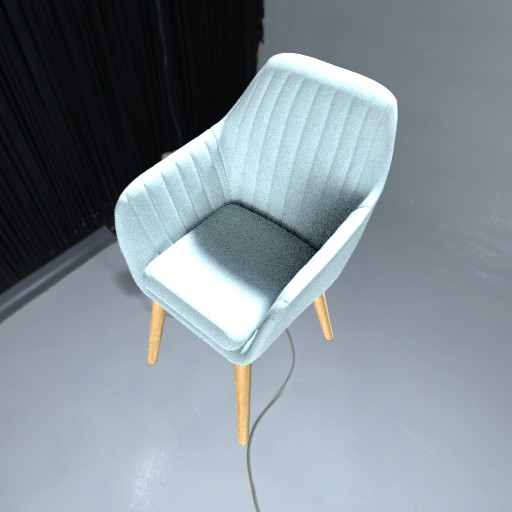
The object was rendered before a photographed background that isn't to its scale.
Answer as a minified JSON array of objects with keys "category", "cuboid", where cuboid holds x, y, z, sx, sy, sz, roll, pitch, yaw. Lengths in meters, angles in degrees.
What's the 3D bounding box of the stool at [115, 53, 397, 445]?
[{"category":"stool","cuboid":[0.000,0.000,1.187,0.503,0.830,0.590,32,55,26]}]
